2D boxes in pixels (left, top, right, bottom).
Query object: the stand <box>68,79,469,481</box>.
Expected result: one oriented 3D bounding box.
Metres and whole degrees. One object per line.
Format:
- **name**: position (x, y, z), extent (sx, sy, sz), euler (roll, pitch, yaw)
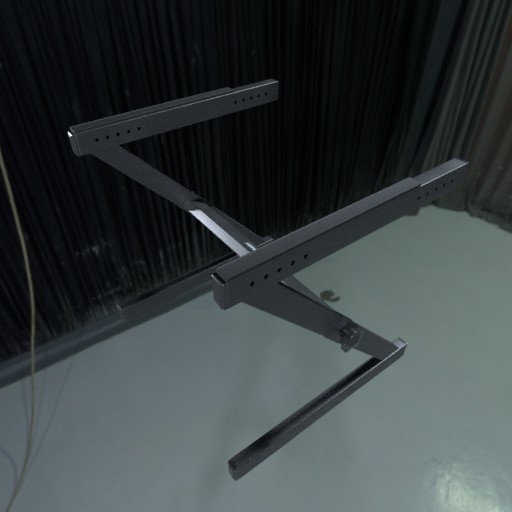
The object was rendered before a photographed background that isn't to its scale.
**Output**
- **stand**: position (0.000, 0.000, 1.122), extent (0.586, 0.617, 0.700), euler (-26, 46, -27)
